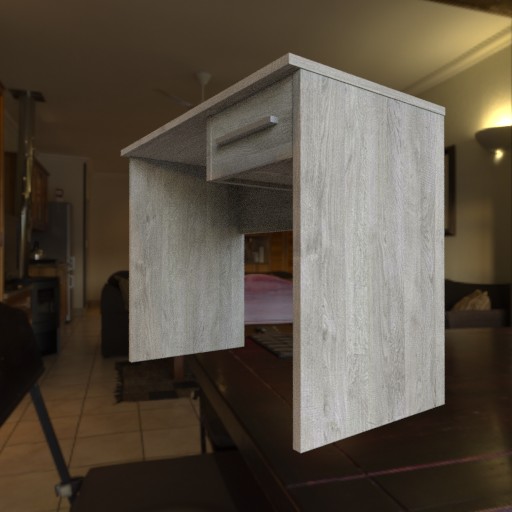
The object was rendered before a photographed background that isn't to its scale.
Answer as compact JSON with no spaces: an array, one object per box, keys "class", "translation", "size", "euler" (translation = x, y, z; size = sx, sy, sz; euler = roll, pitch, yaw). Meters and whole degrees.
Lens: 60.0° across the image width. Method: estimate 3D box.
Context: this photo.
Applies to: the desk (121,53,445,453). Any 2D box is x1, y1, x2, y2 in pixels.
[{"class":"desk","translation":[0.000,0.000,1.299],"size":[0.498,0.724,0.893],"euler":[0,0,-36]}]
